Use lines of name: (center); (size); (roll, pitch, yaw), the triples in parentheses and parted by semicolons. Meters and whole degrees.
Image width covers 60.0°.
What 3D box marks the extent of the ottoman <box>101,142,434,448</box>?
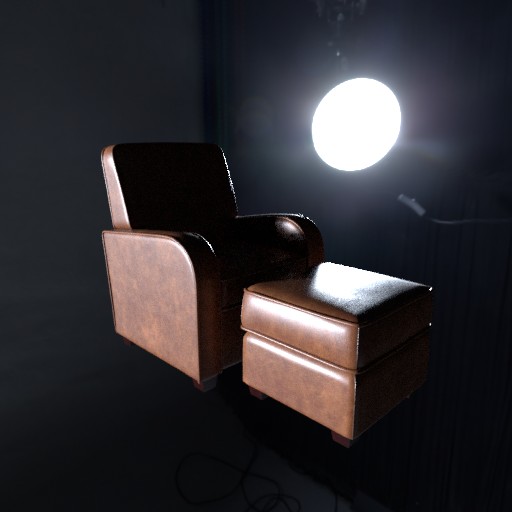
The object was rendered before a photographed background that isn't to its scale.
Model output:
ottoman: (0.000, 0.000, 1.812); (0.732, 0.904, 1.314); (-14, 20, -43)
